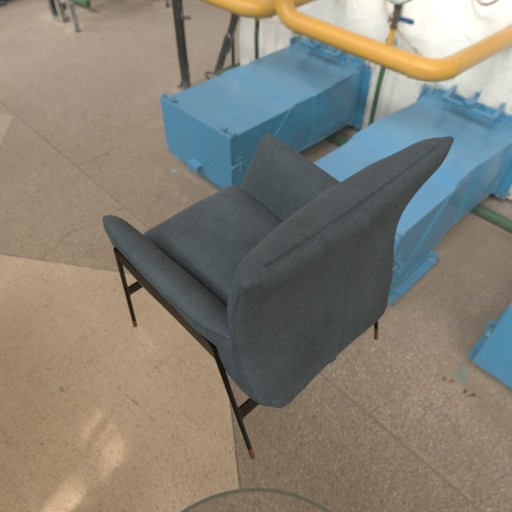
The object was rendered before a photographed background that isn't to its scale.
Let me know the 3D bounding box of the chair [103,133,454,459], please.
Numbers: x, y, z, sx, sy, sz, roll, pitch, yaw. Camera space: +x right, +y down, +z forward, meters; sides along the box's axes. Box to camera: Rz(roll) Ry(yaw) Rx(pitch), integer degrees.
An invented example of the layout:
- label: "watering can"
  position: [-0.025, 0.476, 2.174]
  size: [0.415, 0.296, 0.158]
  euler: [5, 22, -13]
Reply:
- label: "chair"
  position: [0.000, 0.000, 1.366]
  size: [0.678, 0.858, 0.709]
  euler: [-34, 55, -28]
